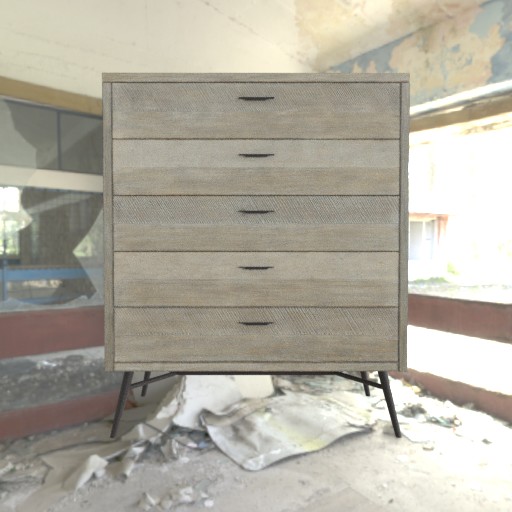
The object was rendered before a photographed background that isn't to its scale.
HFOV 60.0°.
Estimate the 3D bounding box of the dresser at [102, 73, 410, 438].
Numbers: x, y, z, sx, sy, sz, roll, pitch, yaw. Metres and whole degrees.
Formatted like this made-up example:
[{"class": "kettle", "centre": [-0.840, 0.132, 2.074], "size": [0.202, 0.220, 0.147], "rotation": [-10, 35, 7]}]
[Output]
[{"class": "dresser", "centre": [0.000, 0.000, 1.696], "size": [1.016, 1.219, 0.457], "rotation": [0, 1, 0]}]
